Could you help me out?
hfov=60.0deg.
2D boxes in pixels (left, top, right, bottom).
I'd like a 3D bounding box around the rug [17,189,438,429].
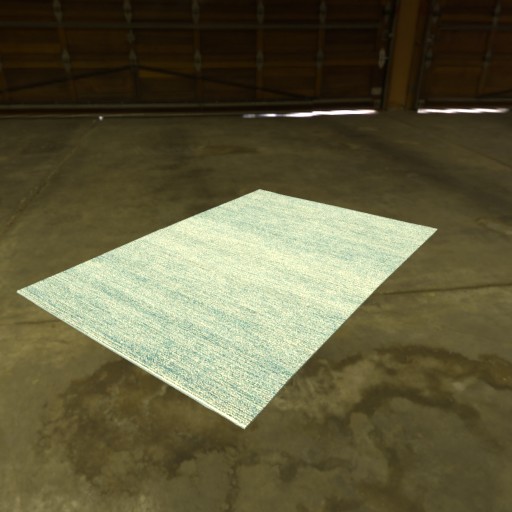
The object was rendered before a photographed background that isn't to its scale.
[{"bbox_3d":[0.000,0.000,2.852,1.613,0.030,2.306,18,32,32],"label":"rug"}]
